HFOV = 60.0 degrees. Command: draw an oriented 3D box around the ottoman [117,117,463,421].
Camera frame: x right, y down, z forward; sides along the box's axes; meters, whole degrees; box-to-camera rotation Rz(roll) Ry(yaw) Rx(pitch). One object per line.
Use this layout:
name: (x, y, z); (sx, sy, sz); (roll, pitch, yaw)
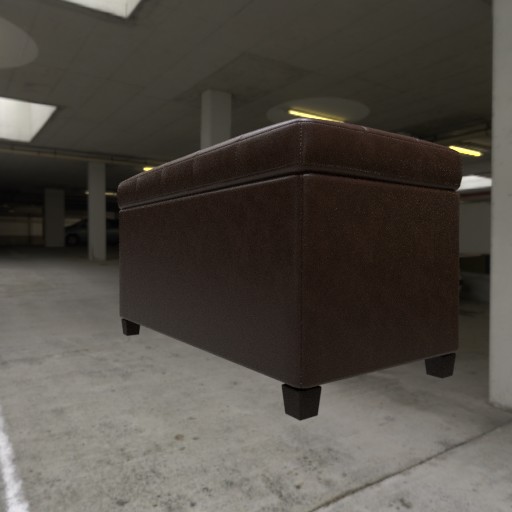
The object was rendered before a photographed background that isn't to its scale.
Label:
ottoman: (0.000, 0.000, 1.097); (0.432, 0.470, 0.838); (-1, 2, -35)
